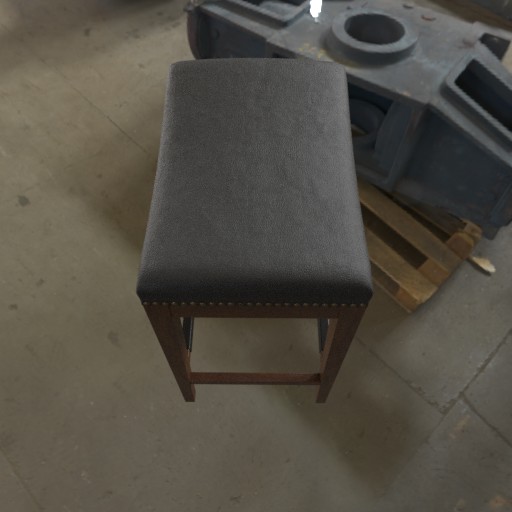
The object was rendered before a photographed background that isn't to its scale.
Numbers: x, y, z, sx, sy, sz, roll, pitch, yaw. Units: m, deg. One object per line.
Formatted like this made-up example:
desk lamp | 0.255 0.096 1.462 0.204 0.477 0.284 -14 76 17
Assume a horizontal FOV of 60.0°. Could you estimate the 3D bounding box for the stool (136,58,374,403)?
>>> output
stool | 0.000 0.000 0.948 0.353 0.664 0.490 0 62 0
